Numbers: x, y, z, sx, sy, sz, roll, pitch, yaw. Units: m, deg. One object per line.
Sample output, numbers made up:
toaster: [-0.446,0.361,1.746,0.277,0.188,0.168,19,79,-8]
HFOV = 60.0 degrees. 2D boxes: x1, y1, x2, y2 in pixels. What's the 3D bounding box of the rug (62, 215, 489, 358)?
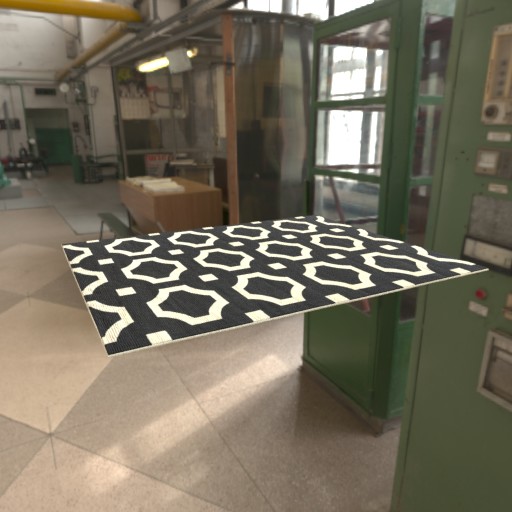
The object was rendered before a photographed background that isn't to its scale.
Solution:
rug: [0.000,0.000,4.020,3.049,0.021,2.466,-9,19,-27]
